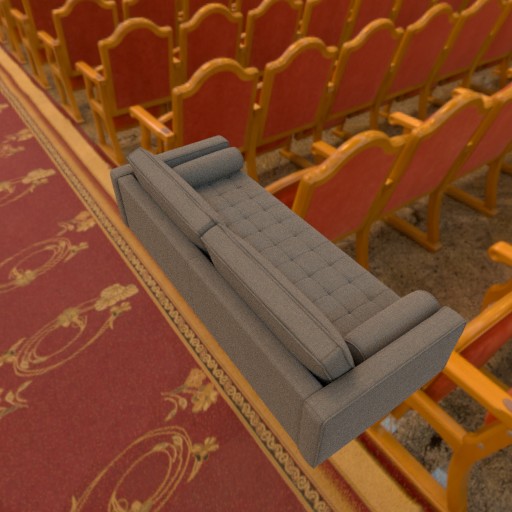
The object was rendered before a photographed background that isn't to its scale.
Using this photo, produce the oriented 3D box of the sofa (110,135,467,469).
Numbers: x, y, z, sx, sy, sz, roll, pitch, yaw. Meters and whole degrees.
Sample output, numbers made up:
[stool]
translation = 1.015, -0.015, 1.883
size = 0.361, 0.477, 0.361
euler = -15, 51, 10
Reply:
[sofa]
translation = 0.000, 0.000, 2.645
size = 0.914, 0.762, 2.198
euler = -25, 48, -25
